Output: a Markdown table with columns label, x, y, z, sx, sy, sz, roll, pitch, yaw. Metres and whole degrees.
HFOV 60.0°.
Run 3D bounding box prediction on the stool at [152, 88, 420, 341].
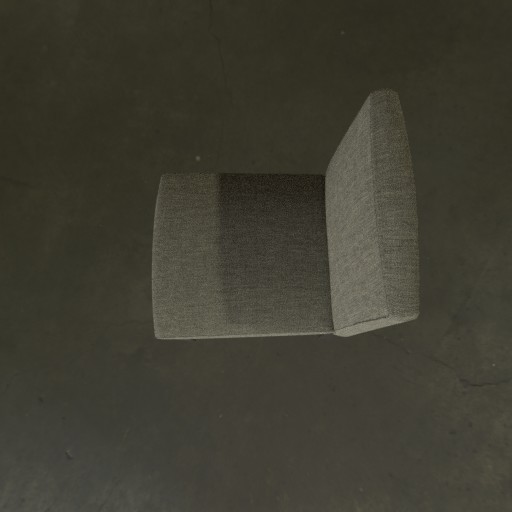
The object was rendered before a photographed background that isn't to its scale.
| label | x | y | z | sx | sy | sz | roll | pitch | yaw |
| --- | --- | --- | --- | --- | --- | --- | --- | --- | --- |
| stool | 0.000 | 0.000 | 1.227 | 0.552 | 0.966 | 0.451 | -1 | 76 | 0 |
